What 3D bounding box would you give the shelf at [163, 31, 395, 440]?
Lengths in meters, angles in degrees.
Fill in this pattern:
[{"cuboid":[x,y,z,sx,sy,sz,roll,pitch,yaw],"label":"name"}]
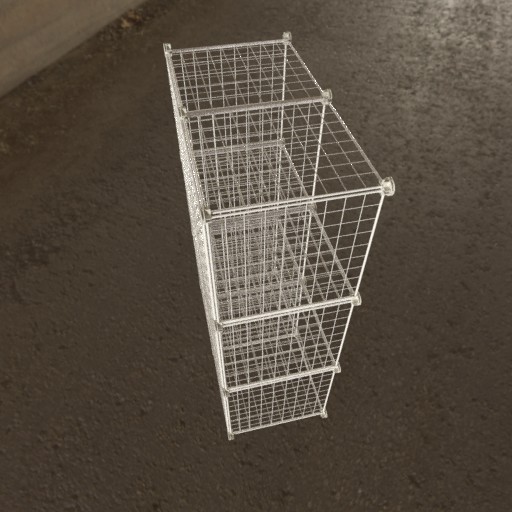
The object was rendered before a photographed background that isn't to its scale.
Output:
[{"cuboid":[0.000,0.000,1.399,0.356,1.067,0.711,-10,49,-9],"label":"shelf"}]
